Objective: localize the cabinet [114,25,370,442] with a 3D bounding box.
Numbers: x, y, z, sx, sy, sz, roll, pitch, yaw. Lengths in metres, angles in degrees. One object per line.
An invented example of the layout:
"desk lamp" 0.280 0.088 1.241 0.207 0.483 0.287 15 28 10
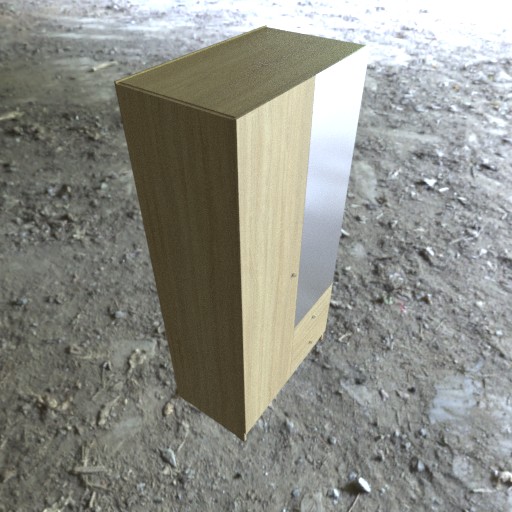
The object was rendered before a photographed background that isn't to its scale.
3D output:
"cabinet" 0.000 0.000 2.520 0.590 2.121 1.001 25 47 26
